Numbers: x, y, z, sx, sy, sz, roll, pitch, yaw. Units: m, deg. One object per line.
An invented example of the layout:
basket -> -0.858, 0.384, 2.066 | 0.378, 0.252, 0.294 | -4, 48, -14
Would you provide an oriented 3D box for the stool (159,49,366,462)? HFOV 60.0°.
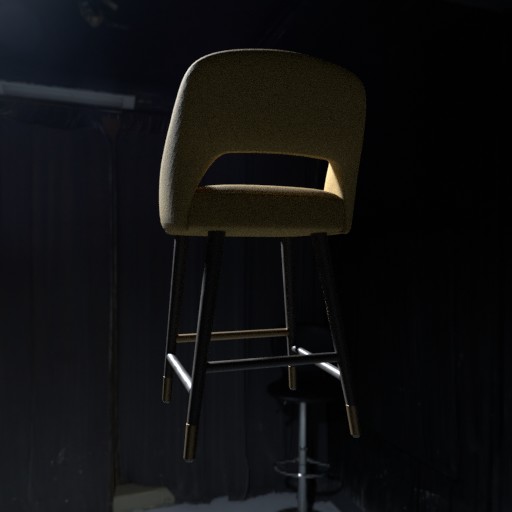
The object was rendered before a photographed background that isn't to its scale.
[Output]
stool -> 0.000, 0.000, 1.246 | 0.536, 0.939, 0.522 | 0, 0, -18
